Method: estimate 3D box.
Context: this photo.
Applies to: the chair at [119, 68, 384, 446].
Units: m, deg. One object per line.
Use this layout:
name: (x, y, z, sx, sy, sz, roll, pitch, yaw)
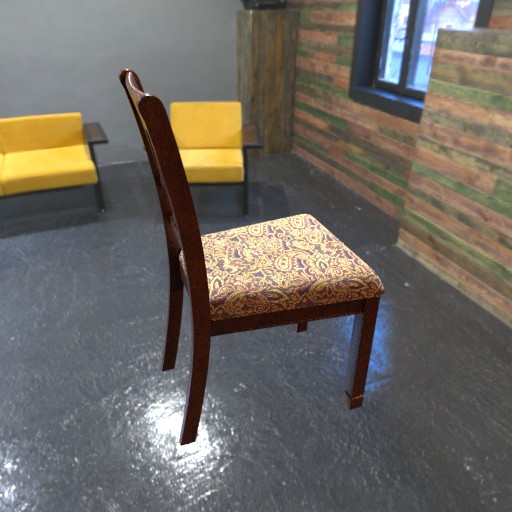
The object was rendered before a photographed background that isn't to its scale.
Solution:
chair: (0.000, 0.000, 1.257, 0.584, 0.965, 0.457, -10, 31, -17)
